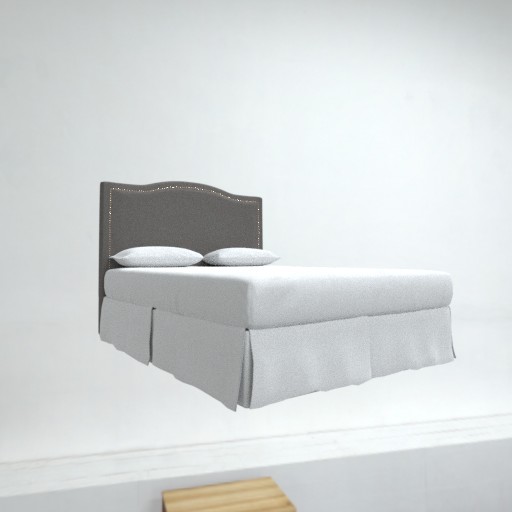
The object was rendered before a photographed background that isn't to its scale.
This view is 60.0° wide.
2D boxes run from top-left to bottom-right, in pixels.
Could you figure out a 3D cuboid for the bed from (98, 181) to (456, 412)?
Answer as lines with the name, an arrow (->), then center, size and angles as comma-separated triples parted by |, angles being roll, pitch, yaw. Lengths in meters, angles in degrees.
bed -> 0.000, 0.000, 3.403 | 1.821, 1.436, 2.282 | 0, 0, -36
